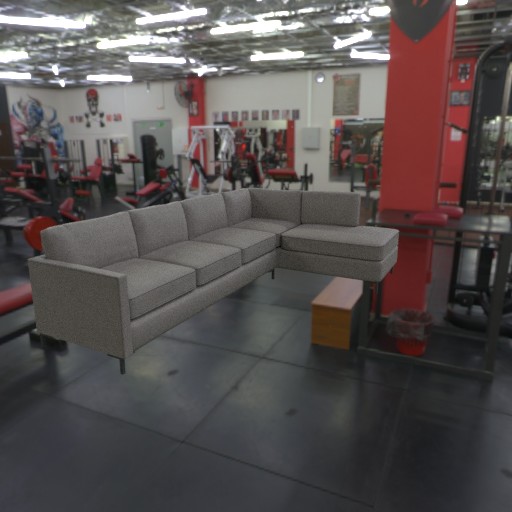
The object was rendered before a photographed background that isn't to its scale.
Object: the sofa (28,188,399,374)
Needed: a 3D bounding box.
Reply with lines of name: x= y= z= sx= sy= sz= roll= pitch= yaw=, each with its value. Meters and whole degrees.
sofa: x=0.000 y=0.000 z=4.292 sx=2.077 sy=0.964 sz=3.331 roll=8 pitch=17 yaw=27
